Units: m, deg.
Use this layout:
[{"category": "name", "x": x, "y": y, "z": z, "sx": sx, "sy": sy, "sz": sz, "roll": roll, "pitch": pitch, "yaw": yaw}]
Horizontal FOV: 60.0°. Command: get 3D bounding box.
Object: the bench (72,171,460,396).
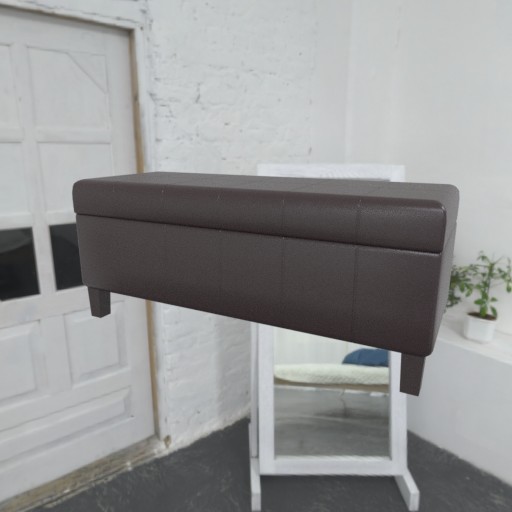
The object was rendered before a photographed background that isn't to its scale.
[{"category": "bench", "x": 0.000, "y": 0.000, "z": 1.373, "sx": 1.092, "sy": 0.457, "sz": 0.429, "roll": 8, "pitch": 17, "yaw": 26}]
